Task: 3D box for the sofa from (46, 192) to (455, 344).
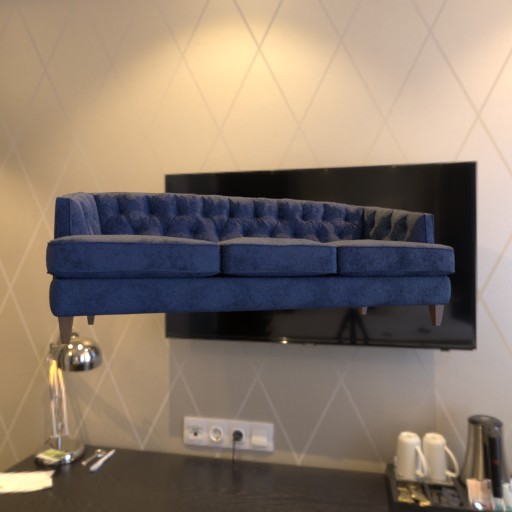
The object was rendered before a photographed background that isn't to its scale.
[{"bbox_3d":[0.000,0.000,2.748,2.278,0.855,0.941,1,-2,-18],"label":"sofa"}]
